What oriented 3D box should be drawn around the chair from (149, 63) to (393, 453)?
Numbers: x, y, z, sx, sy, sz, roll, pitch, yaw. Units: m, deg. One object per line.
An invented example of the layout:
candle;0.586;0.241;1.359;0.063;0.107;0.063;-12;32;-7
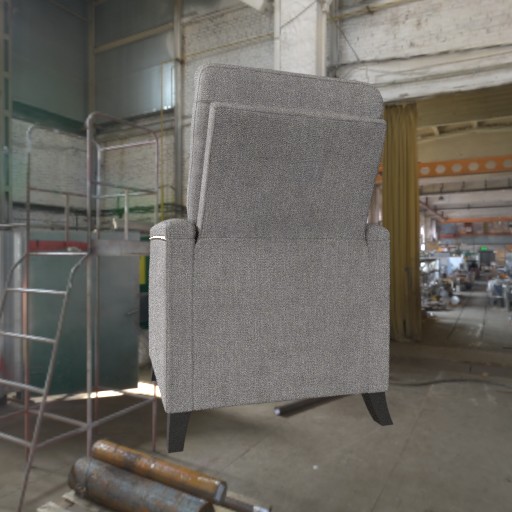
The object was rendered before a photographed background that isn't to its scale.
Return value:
chair;0.000;0.000;1.592;0.710;1.049;0.922;0;0;-17
